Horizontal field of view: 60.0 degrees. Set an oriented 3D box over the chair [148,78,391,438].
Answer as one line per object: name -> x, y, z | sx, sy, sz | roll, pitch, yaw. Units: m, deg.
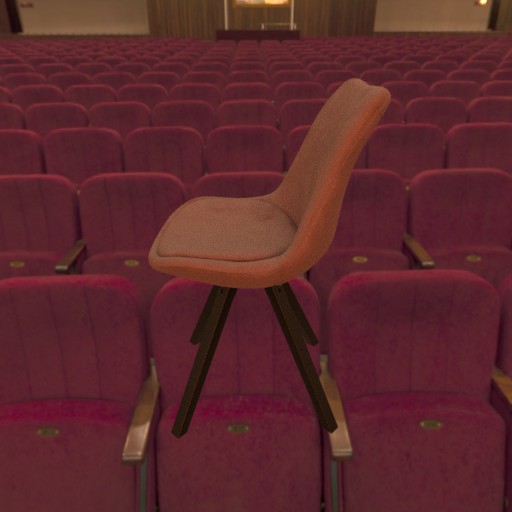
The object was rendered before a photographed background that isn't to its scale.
chair -> 0.000, 0.000, 1.182 | 0.547, 0.865, 0.483 | 0, 26, -1
